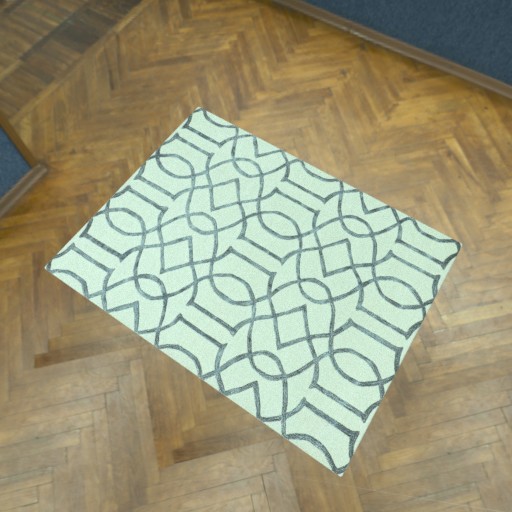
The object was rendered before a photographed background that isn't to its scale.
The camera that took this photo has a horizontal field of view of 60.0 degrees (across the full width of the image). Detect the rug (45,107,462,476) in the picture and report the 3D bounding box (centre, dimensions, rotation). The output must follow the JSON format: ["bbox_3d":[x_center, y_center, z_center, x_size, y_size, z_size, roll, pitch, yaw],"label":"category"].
[{"bbox_3d":[0.000,0.000,3.858,2.910,0.021,2.211,31,68,14],"label":"rug"}]
